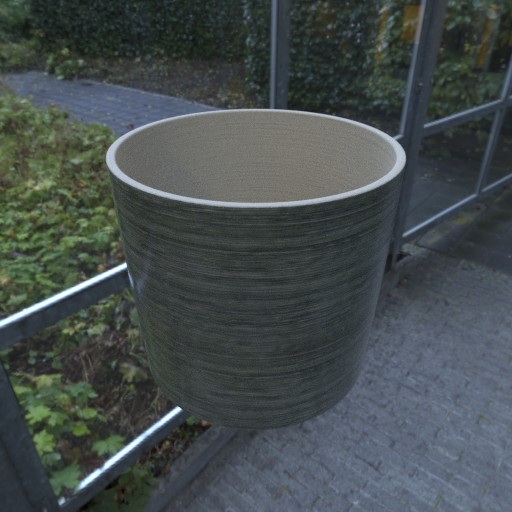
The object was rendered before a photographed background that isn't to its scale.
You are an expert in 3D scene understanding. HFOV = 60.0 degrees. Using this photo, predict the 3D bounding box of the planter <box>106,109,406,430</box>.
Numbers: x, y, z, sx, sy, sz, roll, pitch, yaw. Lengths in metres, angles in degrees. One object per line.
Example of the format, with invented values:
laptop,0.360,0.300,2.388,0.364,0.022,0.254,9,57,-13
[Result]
planter,0.000,0.000,0.392,0.221,0.201,0.221,0,32,0
